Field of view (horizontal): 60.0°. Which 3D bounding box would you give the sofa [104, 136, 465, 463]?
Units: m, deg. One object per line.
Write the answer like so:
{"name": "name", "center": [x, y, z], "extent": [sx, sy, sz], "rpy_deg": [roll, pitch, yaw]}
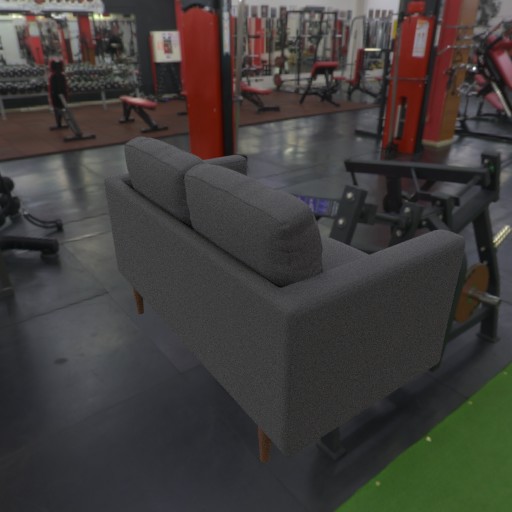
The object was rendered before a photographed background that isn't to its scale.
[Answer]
{"name": "sofa", "center": [0.000, 0.000, 1.911], "extent": [0.796, 0.908, 1.430], "rpy_deg": [-17, 31, -31]}
